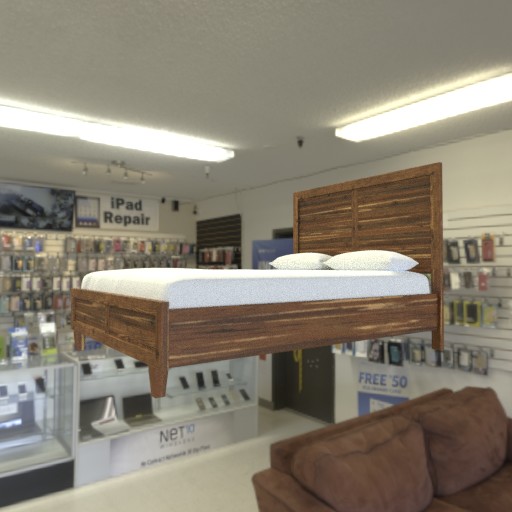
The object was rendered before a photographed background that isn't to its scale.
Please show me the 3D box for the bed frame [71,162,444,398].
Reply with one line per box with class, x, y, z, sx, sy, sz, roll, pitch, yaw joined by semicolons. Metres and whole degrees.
bed frame;0.000;0.000;3.381;2.276;1.417;1.696;1;-2;-36
